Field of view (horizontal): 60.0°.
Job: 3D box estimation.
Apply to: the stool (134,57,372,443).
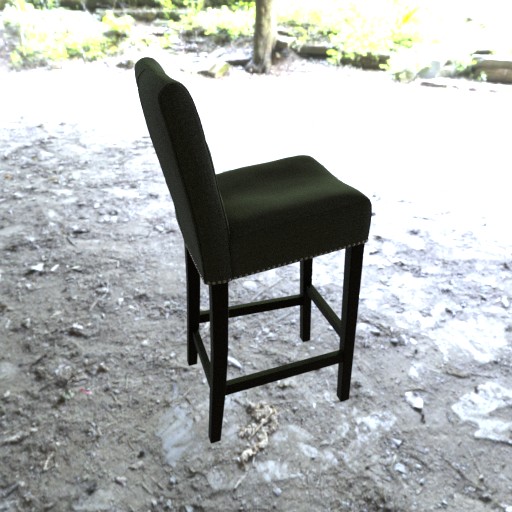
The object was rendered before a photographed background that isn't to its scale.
[{"bbox_3d":[0.000,0.000,1.295,0.548,1.047,0.411,-10,33,-16],"label":"stool"}]
